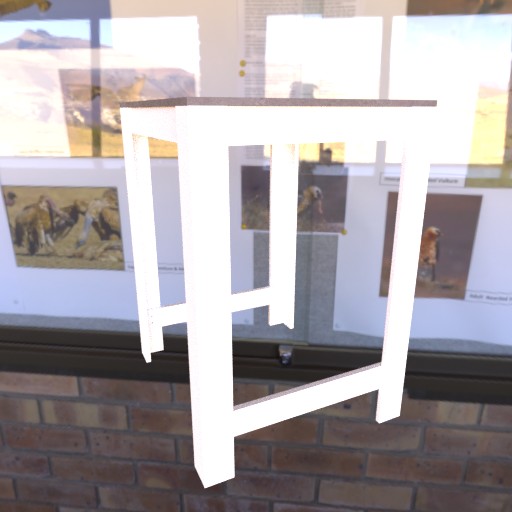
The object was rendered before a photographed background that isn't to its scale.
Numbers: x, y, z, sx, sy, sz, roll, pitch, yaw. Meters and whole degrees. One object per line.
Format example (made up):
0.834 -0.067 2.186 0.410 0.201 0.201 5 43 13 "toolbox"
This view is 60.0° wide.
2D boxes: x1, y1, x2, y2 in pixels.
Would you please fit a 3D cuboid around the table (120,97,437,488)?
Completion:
0.000 0.000 1.550 0.700 1.020 0.800 -9 20 -24 "table"
